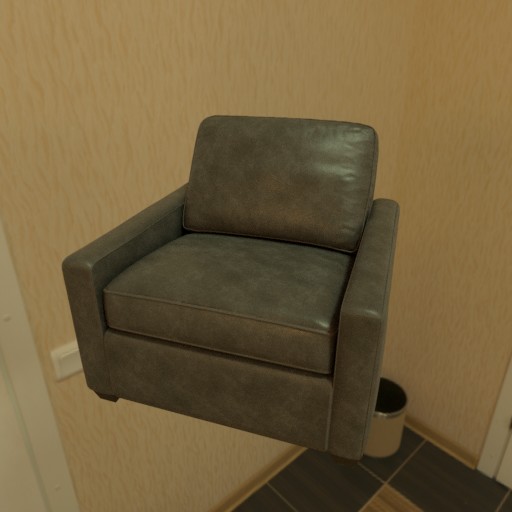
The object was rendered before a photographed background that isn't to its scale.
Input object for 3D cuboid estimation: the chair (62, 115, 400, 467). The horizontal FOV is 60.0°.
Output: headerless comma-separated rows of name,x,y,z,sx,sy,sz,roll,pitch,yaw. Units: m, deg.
chair,0.000,0.000,1.681,1.006,0.916,0.939,8,27,16
